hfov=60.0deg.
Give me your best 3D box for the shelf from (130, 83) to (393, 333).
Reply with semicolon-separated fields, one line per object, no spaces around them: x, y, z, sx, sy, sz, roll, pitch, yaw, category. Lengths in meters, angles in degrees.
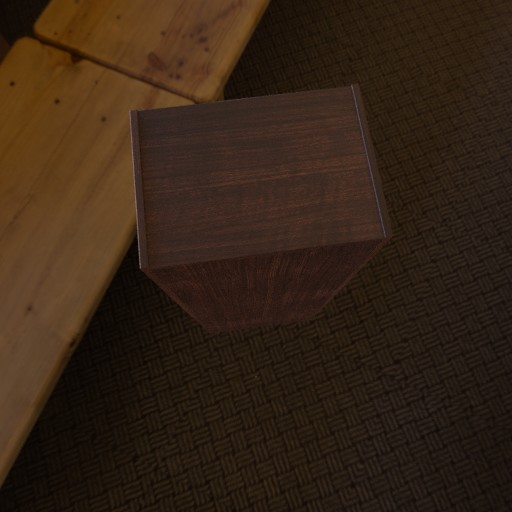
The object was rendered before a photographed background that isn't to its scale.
0.000;0.000;1.279;0.415;1.099;0.290;-7;75;-2;shelf
